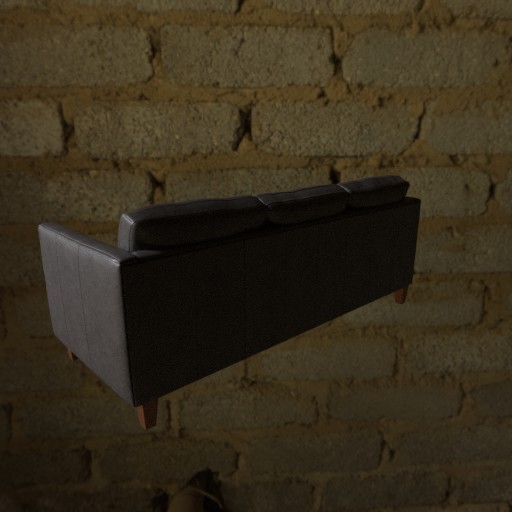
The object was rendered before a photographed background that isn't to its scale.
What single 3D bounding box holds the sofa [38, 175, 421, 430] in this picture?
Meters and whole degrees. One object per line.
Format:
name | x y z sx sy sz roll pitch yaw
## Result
sofa | 0.000 0.000 2.982 2.464 1.006 1.045 -14 21 -41
